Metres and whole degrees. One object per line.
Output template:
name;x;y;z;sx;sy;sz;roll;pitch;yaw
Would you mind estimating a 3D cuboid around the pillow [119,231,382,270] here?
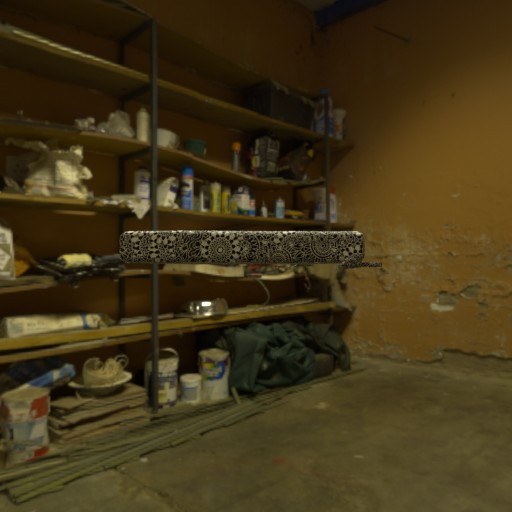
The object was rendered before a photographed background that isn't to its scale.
pillow;0.000;0.000;1.379;0.492;0.081;1.187;0;-1;1
